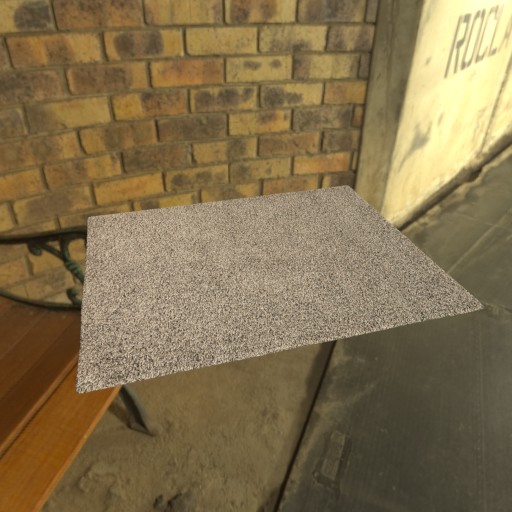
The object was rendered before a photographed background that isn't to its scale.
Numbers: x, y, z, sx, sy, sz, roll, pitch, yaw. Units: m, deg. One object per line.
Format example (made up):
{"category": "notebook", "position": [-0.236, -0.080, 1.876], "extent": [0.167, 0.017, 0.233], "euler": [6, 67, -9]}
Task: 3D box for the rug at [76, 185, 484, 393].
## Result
{"category": "rug", "position": [0.000, 0.000, 4.108], "extent": [3.047, 0.029, 2.438], "euler": [-9, 34, -13]}
